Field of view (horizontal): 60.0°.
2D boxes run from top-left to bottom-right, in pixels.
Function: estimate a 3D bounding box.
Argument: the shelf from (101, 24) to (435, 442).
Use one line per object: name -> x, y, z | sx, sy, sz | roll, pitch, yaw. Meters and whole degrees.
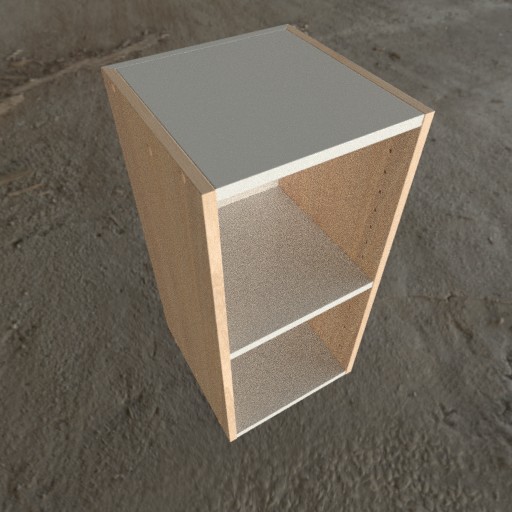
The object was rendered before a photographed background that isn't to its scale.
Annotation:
shelf -> 0.000, 0.000, 0.748 | 0.290, 0.594, 0.297 | -23, 52, -20
